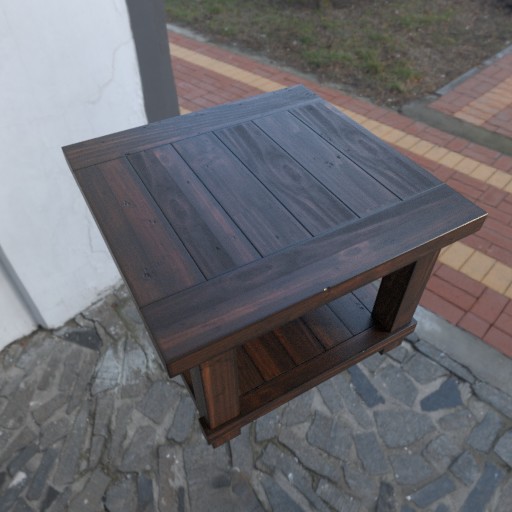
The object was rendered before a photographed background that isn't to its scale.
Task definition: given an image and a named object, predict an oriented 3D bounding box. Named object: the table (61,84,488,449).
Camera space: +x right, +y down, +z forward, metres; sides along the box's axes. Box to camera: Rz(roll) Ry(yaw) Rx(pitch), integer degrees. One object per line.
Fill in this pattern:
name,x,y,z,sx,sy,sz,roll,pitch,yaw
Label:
table,0.000,0.000,1.011,0.606,0.437,0.593,-22,50,-20
